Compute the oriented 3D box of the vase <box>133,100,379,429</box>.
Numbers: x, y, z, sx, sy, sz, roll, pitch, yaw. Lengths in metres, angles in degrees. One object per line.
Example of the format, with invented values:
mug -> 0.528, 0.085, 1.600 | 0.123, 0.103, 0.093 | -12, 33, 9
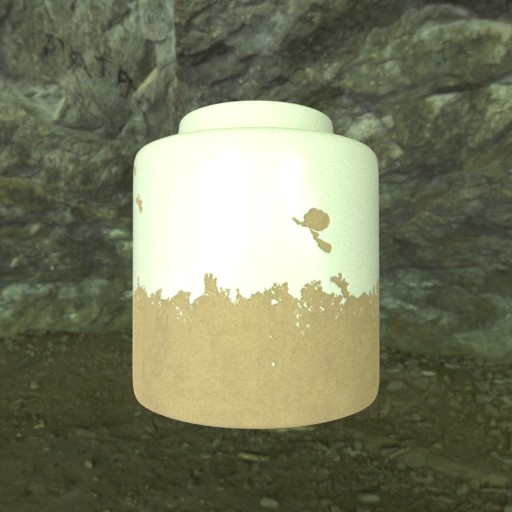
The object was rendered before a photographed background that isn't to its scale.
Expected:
vase -> 0.000, 0.000, 0.286 | 0.153, 0.167, 0.153 | 0, -1, 0
